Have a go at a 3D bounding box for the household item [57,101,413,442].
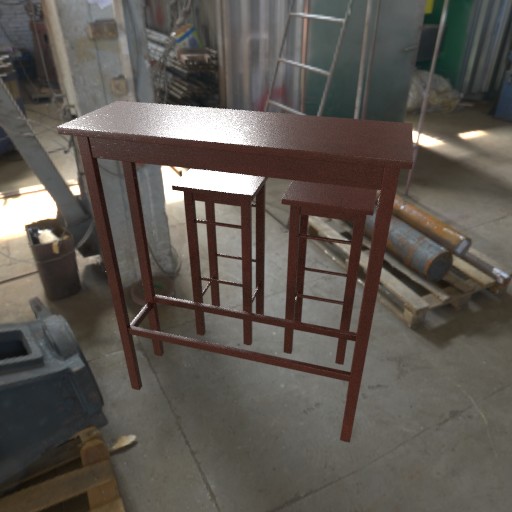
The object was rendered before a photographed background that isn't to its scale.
[{"bbox_3d":[0.000,0.000,1.636,0.914,1.067,0.676,9,34,14],"label":"household item"}]
